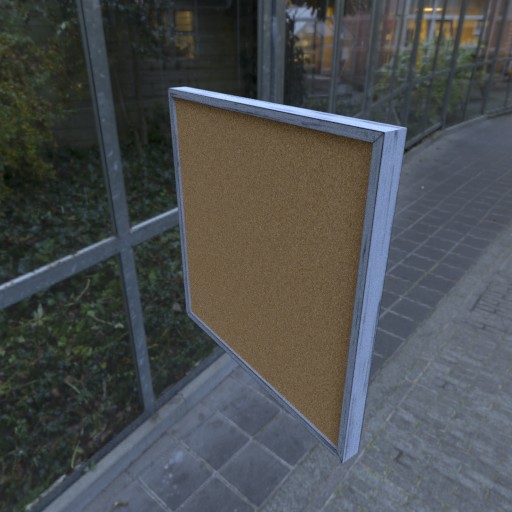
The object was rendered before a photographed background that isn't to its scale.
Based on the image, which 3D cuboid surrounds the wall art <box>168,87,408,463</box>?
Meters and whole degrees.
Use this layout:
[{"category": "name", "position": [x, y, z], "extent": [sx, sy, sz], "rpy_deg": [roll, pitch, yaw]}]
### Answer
[{"category": "wall art", "position": [0.000, 0.000, 0.767], "extent": [0.038, 0.506, 0.506], "rpy_deg": [-18, 32, -32]}]
